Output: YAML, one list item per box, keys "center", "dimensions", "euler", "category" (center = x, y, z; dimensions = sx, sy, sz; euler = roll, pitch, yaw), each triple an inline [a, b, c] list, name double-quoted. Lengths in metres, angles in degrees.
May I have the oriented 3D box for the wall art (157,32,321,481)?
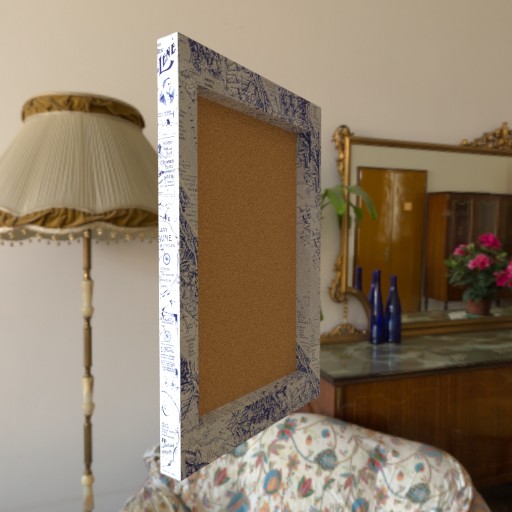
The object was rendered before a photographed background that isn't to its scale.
- center: [0.000, 0.000, 0.768]
  dimensions: [0.040, 0.601, 0.408]
  euler: [1, 2, 35]
  category: "wall art"
